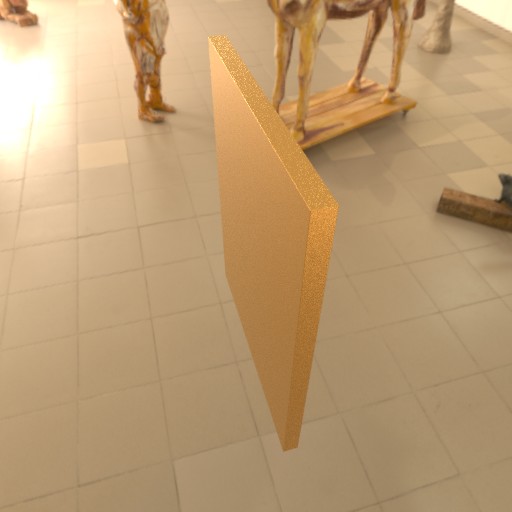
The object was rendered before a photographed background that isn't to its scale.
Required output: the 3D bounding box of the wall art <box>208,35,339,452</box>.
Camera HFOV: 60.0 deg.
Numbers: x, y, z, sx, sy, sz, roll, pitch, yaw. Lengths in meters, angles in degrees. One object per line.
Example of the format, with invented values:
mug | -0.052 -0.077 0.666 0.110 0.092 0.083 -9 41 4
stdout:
wall art | 0.000 0.000 1.023 0.038 0.762 0.610 -12 47 -11
